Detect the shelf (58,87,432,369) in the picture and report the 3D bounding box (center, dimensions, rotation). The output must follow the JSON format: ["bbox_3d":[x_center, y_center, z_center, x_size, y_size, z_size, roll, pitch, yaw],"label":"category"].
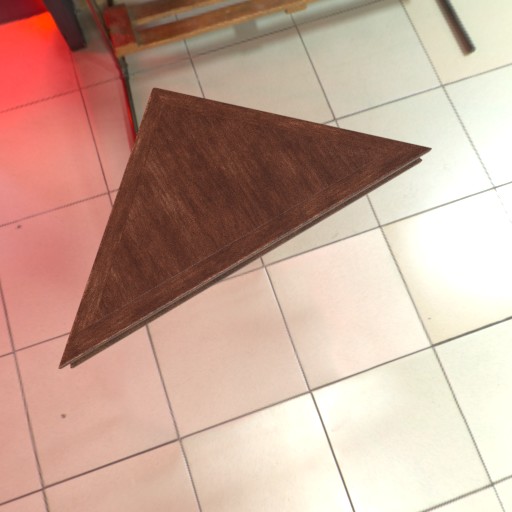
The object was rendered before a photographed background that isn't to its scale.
[{"bbox_3d":[0.000,0.000,0.442,0.296,0.035,0.296,13,77,3],"label":"shelf"}]
